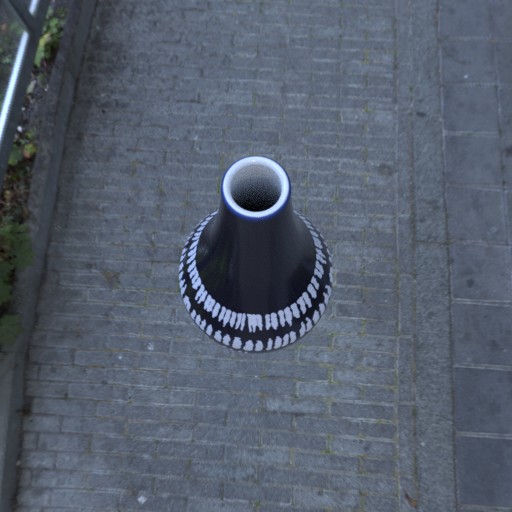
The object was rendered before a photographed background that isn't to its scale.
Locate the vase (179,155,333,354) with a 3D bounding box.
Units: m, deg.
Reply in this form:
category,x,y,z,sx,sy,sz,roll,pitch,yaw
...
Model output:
category,x,y,z,sx,sy,sz,roll,pitch,yaw
vase,0.000,0.000,0.386,0.159,0.295,0.159,0,75,0
